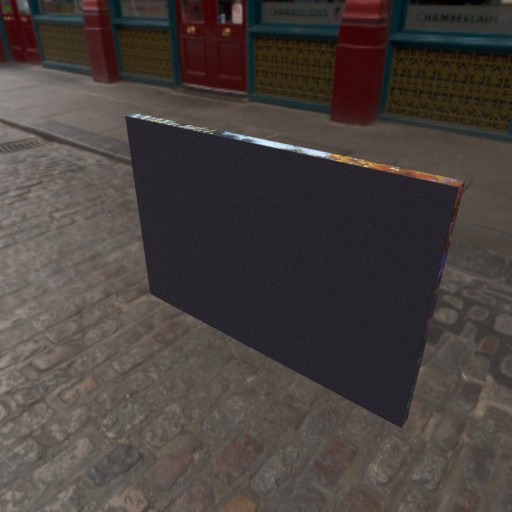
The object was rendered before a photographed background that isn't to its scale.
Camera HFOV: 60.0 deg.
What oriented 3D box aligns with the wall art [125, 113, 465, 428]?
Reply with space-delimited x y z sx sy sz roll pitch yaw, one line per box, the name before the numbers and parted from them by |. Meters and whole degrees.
wall art | 0.000 0.000 1.159 0.908 0.604 0.037 21 36 33
